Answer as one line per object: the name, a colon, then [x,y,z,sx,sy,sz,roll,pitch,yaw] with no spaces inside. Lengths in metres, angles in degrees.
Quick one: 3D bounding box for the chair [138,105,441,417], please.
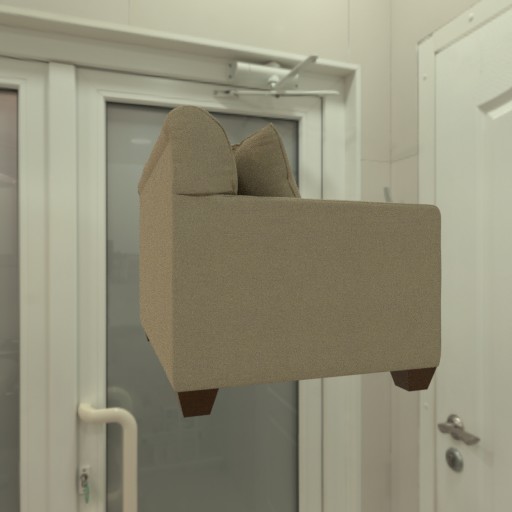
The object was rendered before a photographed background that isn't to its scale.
chair: [0.000,0.000,2.062,1.000,0.948,1.383,0,0,-19]
